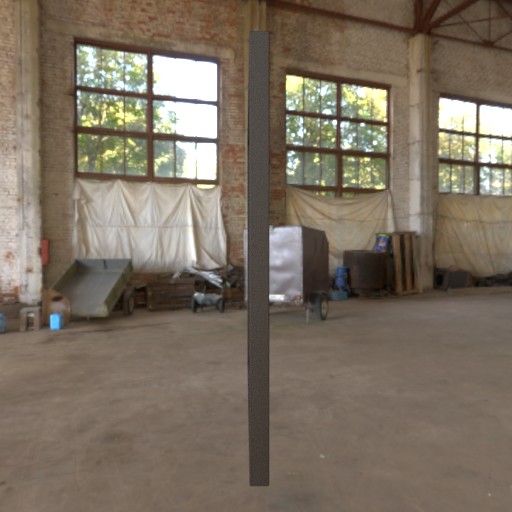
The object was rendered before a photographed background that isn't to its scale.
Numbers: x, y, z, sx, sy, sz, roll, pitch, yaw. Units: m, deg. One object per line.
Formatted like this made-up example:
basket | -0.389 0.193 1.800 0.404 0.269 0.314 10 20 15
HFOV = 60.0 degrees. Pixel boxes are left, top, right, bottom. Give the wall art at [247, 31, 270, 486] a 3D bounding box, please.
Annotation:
wall art | 0.000 0.000 1.186 0.043 0.807 0.805 0 1 -1
